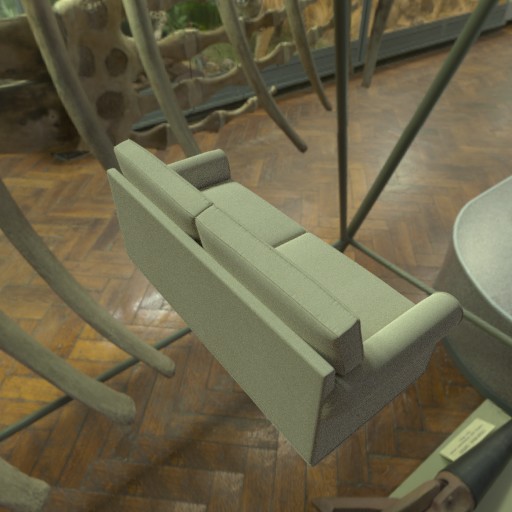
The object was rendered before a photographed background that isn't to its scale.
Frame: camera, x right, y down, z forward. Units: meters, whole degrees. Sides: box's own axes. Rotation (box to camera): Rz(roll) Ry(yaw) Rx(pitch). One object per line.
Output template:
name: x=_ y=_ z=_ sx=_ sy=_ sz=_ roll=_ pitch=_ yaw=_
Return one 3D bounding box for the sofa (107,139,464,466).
sofa: x=0.000 y=0.000 z=2.637 sx=0.901 sy=0.962 sz=2.146 roll=-26 pitch=46 yaw=-28
